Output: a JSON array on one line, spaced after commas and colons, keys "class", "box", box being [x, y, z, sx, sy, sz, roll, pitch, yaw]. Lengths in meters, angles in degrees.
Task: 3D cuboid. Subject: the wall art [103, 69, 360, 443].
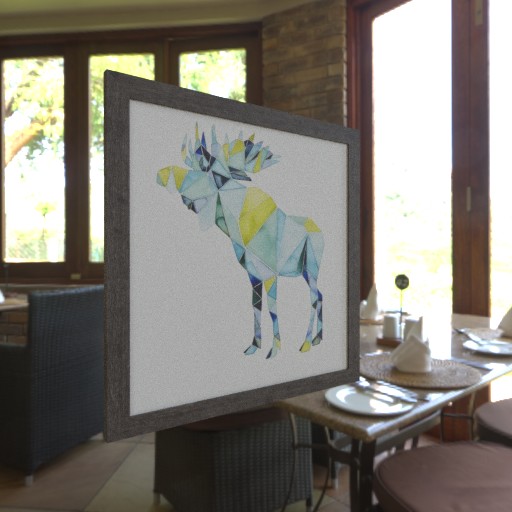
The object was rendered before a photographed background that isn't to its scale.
[{"class": "wall art", "box": [0.000, 0.000, 0.679, 0.457, 0.457, 0.013, 0, 0, -36]}]
